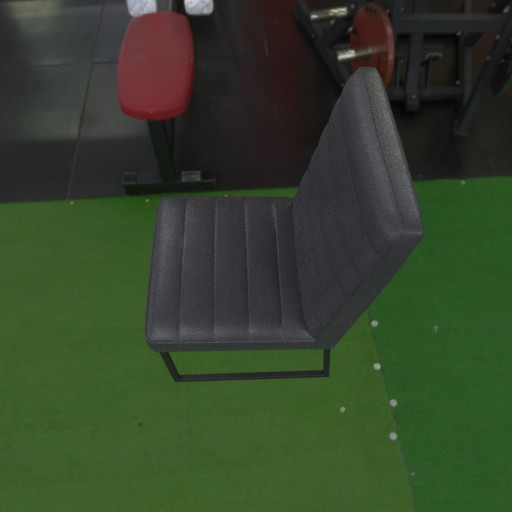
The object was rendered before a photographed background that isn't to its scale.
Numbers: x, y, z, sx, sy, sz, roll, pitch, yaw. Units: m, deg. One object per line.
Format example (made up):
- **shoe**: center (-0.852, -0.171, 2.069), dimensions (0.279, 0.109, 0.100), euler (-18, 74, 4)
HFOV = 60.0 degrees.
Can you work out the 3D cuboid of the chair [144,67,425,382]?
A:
- **chair**: center (0.000, 0.000, 1.323), dimensions (0.634, 0.930, 0.520), euler (-2, 58, -1)
